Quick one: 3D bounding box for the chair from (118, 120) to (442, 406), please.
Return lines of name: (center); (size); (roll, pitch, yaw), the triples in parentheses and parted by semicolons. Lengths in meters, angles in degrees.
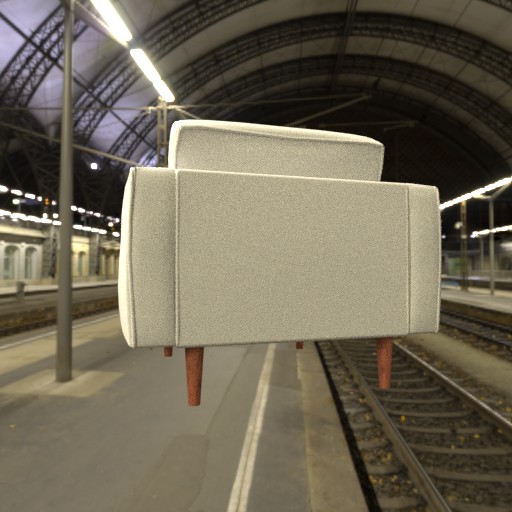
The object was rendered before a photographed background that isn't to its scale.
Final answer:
chair: (0.000, 0.000, 1.566); (0.928, 0.773, 0.843); (0, -2, -17)
